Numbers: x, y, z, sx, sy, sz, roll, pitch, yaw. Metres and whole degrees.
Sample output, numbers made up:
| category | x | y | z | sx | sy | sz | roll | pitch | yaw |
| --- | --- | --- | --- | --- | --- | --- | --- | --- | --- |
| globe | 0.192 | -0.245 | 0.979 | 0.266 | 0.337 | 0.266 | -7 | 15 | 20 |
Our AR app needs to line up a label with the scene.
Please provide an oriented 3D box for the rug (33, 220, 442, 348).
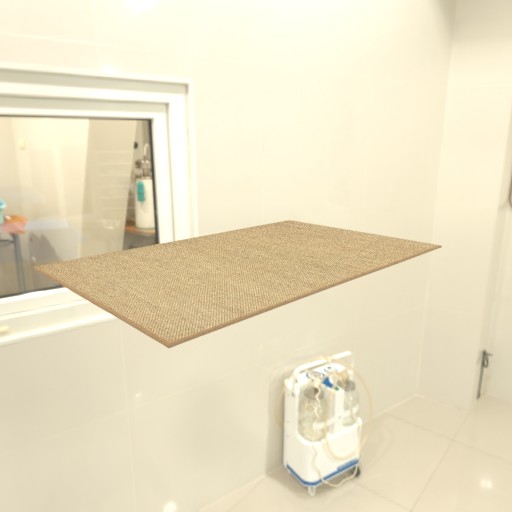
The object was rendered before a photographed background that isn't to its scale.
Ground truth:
| category | x | y | z | sx | sy | sz | roll | pitch | yaw |
| --- | --- | --- | --- | --- | --- | --- | --- | --- | --- |
| rug | 0.000 | 0.000 | 2.105 | 1.668 | 0.012 | 1.061 | -14 | 20 | -42 |
